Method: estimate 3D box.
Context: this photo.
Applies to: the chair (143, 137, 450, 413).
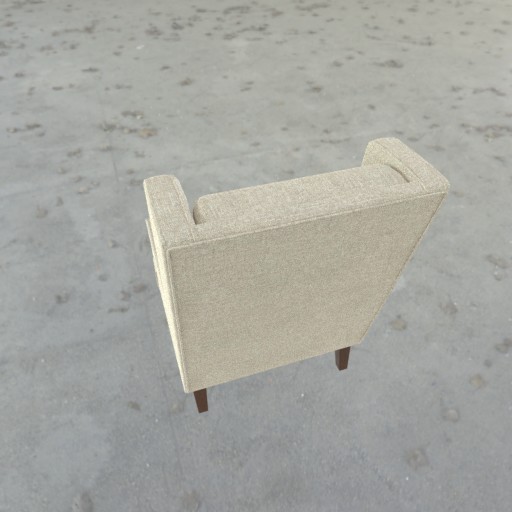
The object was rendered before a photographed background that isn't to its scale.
[{"bbox_3d":[0.000,0.000,1.733,0.764,1.082,0.948,-13,43,-14],"label":"chair"}]
